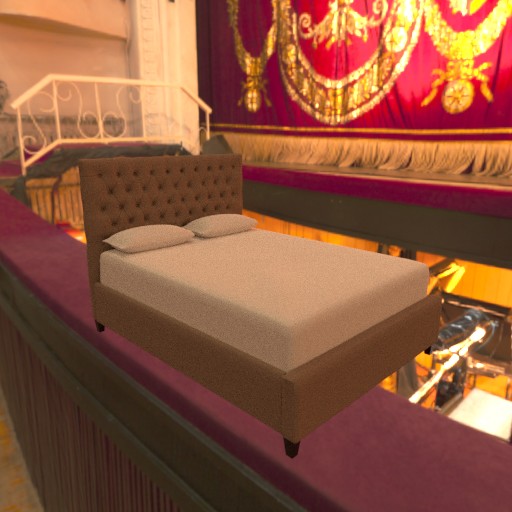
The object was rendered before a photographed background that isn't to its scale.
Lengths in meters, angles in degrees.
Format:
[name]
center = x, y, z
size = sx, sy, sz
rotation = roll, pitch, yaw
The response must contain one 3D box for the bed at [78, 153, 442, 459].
[bed]
center = 0.000, 0.000, 3.376
size = 1.696, 1.426, 2.233
rotation = -14, 21, -43
